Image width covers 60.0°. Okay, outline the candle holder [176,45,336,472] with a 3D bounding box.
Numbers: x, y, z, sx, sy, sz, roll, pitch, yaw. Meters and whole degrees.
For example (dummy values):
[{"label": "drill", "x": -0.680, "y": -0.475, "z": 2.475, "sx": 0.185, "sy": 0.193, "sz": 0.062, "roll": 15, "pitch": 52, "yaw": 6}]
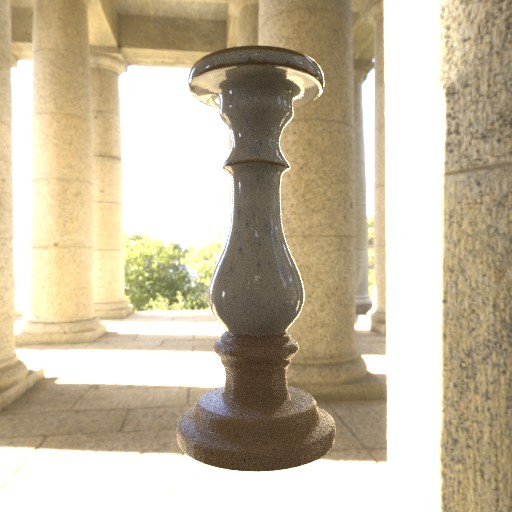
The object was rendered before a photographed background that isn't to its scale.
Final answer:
[{"label": "candle holder", "x": 0.000, "y": 0.000, "z": 0.249, "sx": 0.088, "sy": 0.203, "sz": 0.088, "roll": 0, "pitch": 0, "yaw": 0}]
